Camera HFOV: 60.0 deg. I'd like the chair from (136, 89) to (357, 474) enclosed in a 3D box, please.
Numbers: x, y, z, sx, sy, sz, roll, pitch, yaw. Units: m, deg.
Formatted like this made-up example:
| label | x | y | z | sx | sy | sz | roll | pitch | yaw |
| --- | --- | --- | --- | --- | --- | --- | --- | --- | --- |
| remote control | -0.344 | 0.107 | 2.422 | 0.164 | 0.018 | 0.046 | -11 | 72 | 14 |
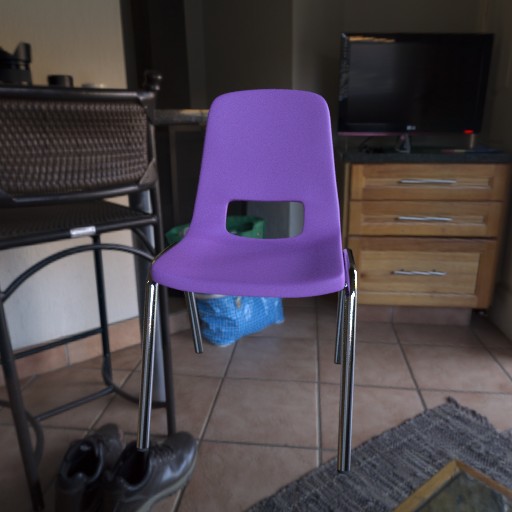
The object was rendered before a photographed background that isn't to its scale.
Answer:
| label | x | y | z | sx | sy | sz | roll | pitch | yaw |
| --- | --- | --- | --- | --- | --- | --- | --- | --- | --- |
| chair | 0.000 | 0.000 | 0.664 | 0.291 | 0.493 | 0.301 | 2 | 16 | 8 |
